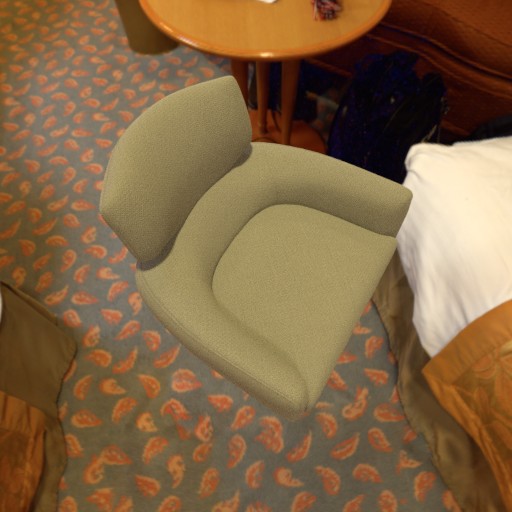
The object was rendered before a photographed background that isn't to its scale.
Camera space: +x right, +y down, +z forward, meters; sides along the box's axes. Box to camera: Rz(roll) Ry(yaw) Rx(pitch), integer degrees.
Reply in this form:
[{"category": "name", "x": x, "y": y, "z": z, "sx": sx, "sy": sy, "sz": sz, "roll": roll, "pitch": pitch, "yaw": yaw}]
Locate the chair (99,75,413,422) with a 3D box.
[{"category": "chair", "x": 0.000, "y": 0.000, "z": 1.385, "sx": 0.730, "sy": 0.810, "sz": 0.760, "roll": 27, "pitch": 63, "yaw": 15}]
